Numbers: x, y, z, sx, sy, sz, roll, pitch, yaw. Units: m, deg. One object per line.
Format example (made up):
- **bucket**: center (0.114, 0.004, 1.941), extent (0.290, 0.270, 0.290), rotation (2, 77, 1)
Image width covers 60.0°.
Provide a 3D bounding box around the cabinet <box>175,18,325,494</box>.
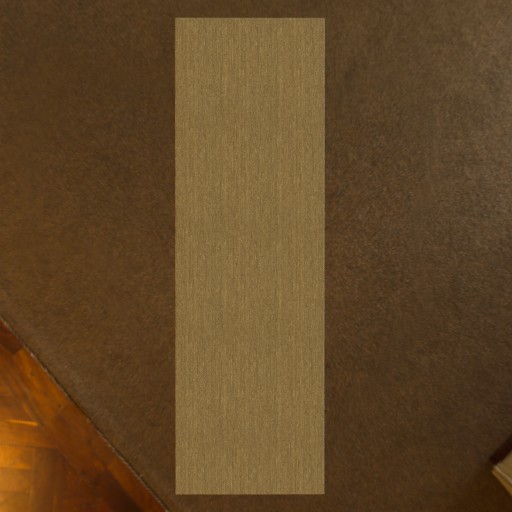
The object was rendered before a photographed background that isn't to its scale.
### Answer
- **cabinet**: center (0.000, 0.000, 1.503), extent (0.405, 0.787, 1.194), rotation (0, 90, 0)
